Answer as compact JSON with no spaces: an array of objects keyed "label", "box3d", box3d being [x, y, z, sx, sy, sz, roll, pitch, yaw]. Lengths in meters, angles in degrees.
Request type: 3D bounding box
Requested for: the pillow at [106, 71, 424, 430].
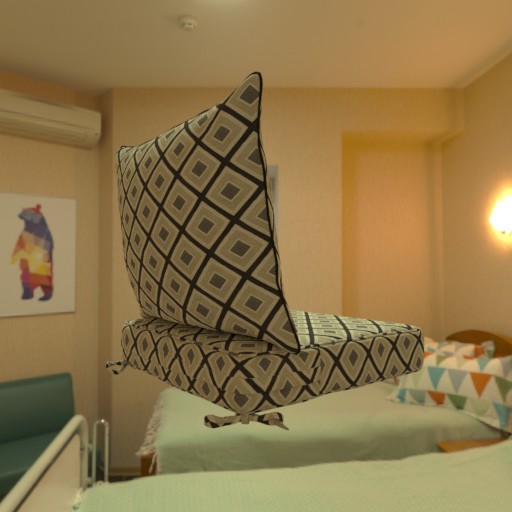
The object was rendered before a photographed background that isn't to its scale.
[{"label":"pillow","box3d":[0.000,0.000,1.332,0.733,0.722,0.798,1,-1,-37]}]
